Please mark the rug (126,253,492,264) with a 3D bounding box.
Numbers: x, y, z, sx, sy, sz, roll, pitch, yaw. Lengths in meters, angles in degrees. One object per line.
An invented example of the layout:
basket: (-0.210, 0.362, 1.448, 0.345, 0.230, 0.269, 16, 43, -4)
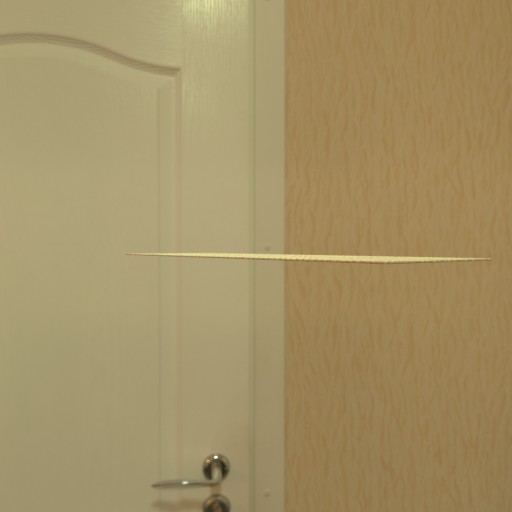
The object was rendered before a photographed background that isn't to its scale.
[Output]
rug: (0.000, 0.000, 2.488, 0.676, 0.008, 2.277, -1, 1, -36)
